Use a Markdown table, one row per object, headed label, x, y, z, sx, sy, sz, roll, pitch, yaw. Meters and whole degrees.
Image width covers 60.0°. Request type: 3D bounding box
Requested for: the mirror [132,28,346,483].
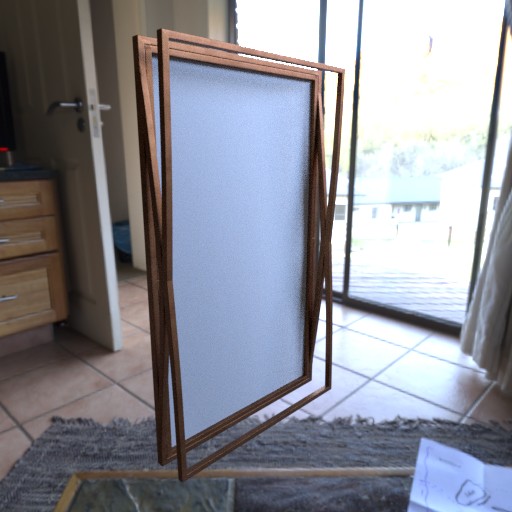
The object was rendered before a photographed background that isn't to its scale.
| label | x | y | z | sx | sy | sz | roll | pitch | yaw |
| --- | --- | --- | --- | --- | --- | --- | --- | --- | --- |
| mirror | 0.000 | 0.000 | 0.912 | 0.468 | 0.768 | 0.082 | -13 | 19 | -43 |
